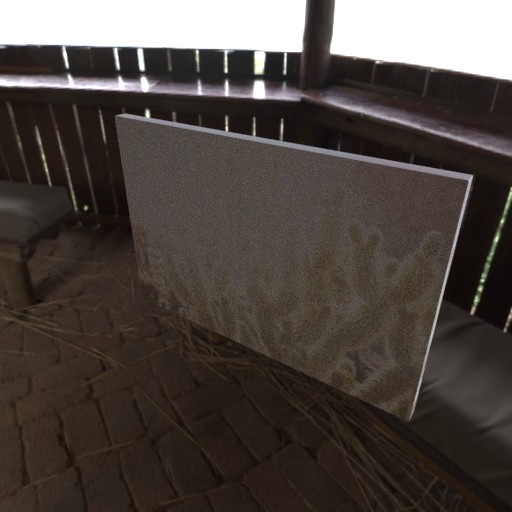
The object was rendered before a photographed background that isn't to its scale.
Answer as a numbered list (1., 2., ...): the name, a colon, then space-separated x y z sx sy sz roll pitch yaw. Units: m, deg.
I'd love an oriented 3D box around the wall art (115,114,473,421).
1. wall art: 0.000 0.000 1.154 0.916 0.608 0.040 19 34 29
